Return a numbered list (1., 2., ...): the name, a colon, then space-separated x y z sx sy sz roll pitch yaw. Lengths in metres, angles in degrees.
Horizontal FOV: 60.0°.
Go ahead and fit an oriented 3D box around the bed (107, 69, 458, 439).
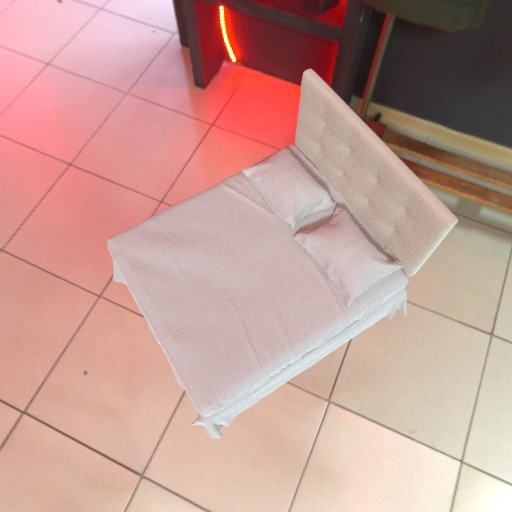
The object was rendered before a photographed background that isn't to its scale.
1. bed: 0.000 0.000 3.575 2.222 1.577 1.936 -30 68 -14
